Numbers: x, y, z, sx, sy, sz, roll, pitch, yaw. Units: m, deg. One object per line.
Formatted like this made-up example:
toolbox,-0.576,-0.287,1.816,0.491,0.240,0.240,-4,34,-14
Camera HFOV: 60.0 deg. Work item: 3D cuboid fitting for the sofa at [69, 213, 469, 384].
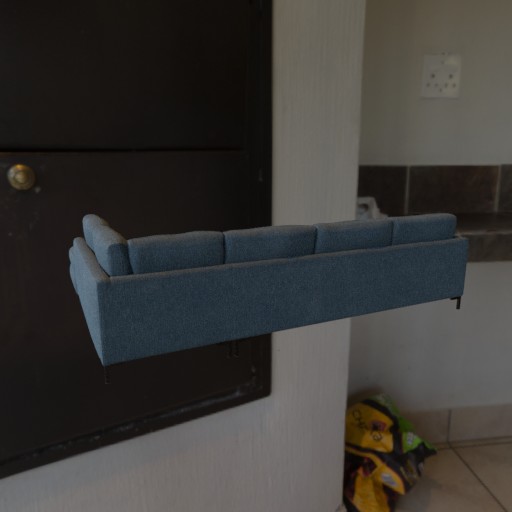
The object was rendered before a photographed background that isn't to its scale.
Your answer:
sofa,0.000,0.000,3.898,2.949,0.815,2.007,-6,14,-25
